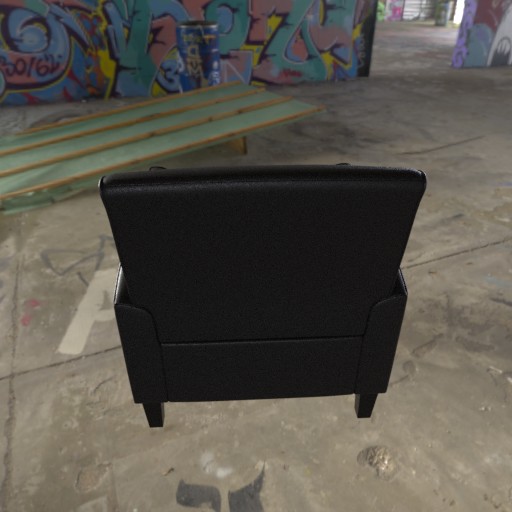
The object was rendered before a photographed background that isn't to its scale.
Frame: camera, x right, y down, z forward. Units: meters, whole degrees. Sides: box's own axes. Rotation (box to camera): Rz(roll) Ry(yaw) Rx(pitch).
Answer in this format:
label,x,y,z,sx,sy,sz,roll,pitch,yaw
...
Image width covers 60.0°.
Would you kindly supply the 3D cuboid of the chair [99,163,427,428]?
label,x,y,z,sx,sy,sz,roll,pitch,yaw
chair,0.000,0.000,1.546,0.820,0.916,0.819,-2,32,-3
